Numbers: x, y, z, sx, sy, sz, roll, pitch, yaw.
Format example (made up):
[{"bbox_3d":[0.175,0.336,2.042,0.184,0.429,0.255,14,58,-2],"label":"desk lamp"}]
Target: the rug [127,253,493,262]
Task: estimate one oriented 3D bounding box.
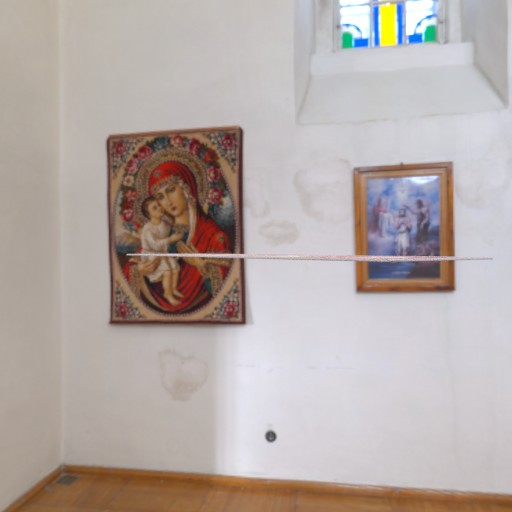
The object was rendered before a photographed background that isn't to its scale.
[{"bbox_3d":[0.000,0.000,2.487,0.666,0.011,2.294,-1,1,-36],"label":"rug"}]
